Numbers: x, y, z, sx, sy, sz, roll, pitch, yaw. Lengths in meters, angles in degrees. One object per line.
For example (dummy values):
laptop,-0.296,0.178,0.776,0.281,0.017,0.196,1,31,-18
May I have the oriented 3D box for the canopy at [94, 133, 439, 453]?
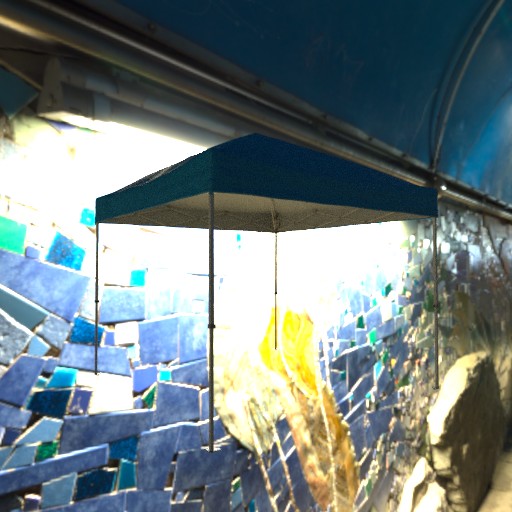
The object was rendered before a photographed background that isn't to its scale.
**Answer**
canopy,0.000,0.000,5.357,2.998,2.997,2.996,1,-2,-36
